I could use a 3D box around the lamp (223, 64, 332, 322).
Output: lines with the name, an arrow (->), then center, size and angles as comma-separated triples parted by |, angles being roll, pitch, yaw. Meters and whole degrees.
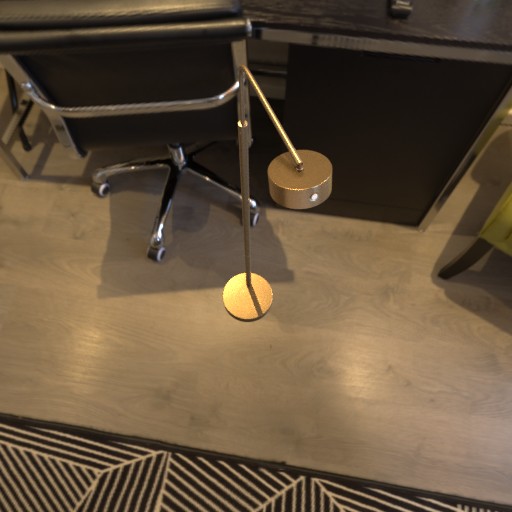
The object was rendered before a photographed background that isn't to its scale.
lamp -> 0.000, 0.000, 1.388 | 0.219, 1.230, 0.418 | -20, 65, -9
